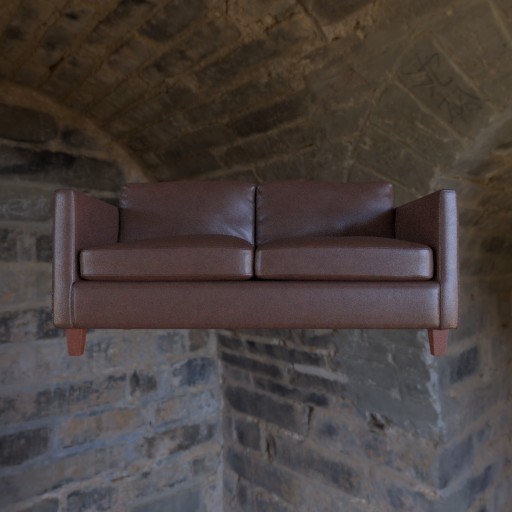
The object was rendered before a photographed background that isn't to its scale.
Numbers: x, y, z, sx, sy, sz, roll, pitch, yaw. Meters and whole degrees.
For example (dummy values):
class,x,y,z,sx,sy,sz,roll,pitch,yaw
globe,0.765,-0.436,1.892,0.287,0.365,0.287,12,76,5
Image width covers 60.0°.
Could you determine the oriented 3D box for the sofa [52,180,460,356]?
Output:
class,x,y,z,sx,sy,sz,roll,pitch,yaw
sofa,0.000,0.000,2.463,1.883,0.933,0.951,0,-1,0
